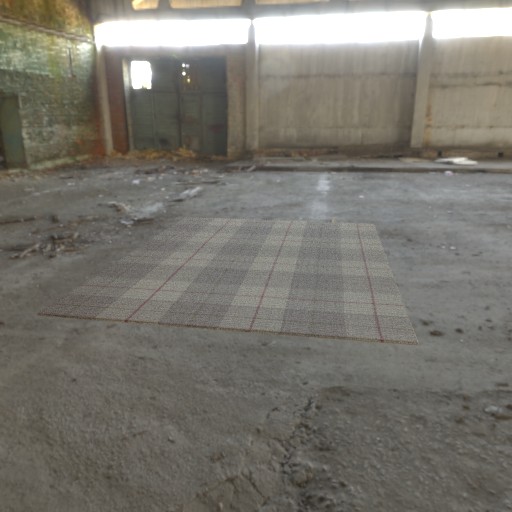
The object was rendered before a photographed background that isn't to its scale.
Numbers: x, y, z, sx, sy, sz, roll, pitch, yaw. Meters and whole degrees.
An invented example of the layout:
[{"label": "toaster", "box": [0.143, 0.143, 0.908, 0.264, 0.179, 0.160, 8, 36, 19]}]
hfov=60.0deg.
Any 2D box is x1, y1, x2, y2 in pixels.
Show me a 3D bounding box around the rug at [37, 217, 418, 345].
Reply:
[{"label": "rug", "box": [0.000, 0.000, 4.022, 2.317, 0.016, 2.959, 3, 17, 9]}]
